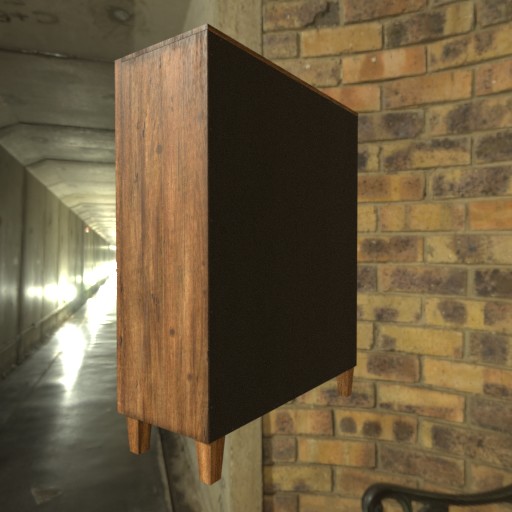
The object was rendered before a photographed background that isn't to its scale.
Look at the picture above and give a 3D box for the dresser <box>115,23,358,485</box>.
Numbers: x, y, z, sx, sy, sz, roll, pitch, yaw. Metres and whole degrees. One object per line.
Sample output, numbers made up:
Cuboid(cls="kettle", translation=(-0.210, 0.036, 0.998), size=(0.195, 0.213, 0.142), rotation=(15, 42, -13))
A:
Cuboid(cls="dresser", translation=(0.000, 0.000, 1.845), size=(0.438, 1.359, 1.067), rotation=(1, 2, 36))
